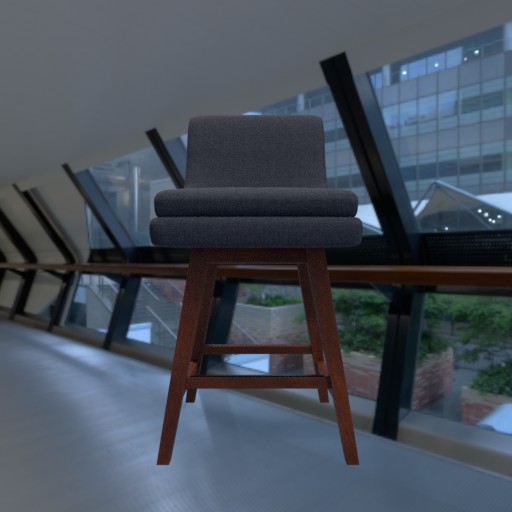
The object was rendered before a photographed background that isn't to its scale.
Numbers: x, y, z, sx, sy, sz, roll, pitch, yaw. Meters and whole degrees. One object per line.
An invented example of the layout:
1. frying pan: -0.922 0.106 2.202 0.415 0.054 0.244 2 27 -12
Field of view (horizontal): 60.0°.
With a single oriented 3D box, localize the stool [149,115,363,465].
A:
1. stool: 0.000 0.000 1.190 0.467 0.895 0.524 0 1 0
